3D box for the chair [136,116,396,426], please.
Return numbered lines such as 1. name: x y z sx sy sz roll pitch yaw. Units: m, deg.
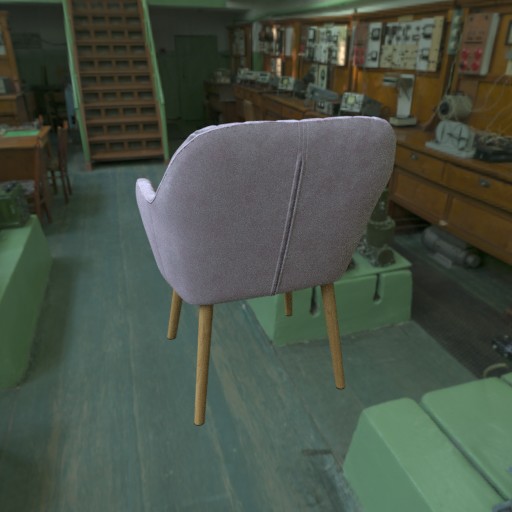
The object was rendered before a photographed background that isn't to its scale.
1. chair: 0.000 0.000 1.269 0.610 0.832 0.570 -8 27 -17
